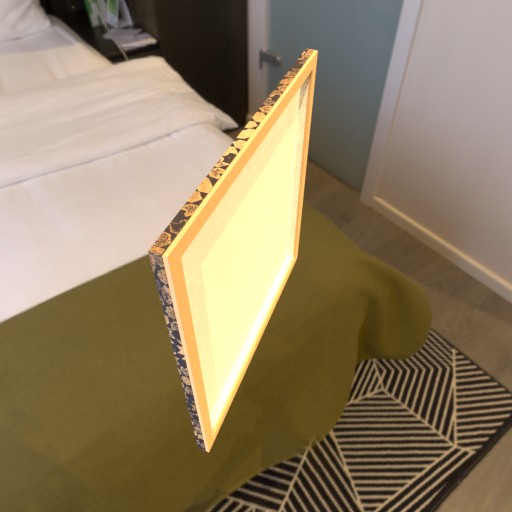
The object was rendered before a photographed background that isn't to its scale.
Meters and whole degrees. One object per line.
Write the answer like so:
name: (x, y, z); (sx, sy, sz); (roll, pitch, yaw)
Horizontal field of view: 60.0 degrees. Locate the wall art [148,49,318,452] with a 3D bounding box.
wall art: (0.000, 0.000, 1.375); (0.038, 0.914, 0.914); (16, 49, 15)
